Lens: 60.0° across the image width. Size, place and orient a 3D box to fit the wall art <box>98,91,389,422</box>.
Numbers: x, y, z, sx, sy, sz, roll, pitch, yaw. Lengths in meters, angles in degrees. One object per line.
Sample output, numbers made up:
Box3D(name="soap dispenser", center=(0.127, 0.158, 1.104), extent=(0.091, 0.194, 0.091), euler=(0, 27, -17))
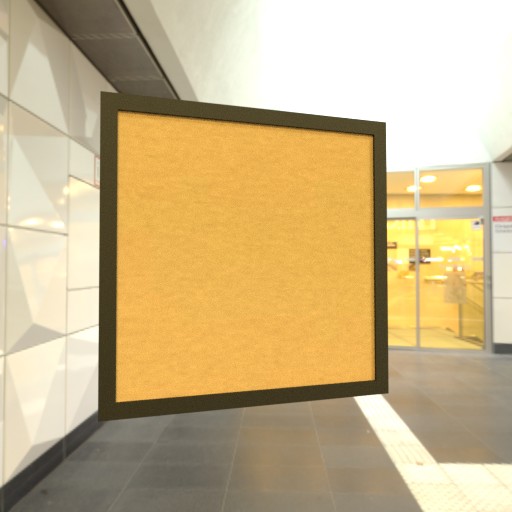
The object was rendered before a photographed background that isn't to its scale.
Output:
Box3D(name="wall art", center=(0.000, 0.000, 0.534), extent=(0.356, 0.356, 0.013), euler=(0, -2, -17))
